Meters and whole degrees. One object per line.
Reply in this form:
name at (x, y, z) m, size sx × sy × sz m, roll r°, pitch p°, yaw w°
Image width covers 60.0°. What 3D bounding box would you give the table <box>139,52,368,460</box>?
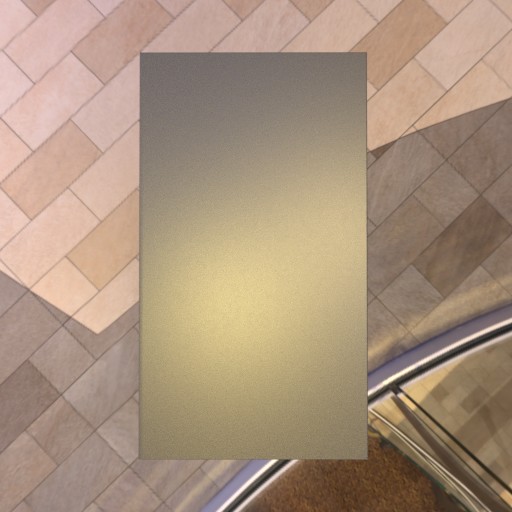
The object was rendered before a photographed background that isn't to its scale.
table at (0.000, 0.000, 1.408) m, size 0.612 × 0.493 × 1.068 m, roll 0°, pitch 89°, yaw 0°
